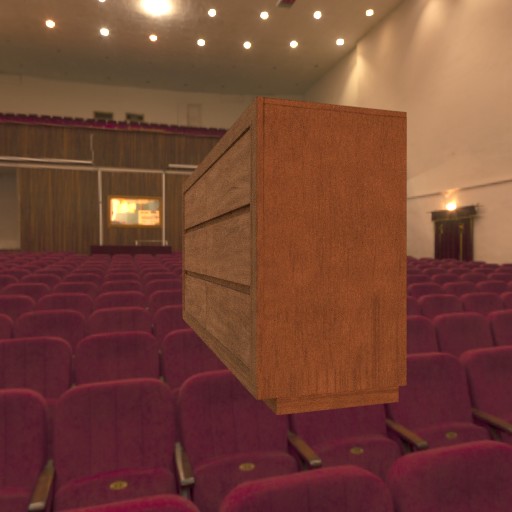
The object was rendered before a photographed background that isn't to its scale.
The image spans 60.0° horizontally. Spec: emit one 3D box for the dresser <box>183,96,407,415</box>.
[{"bbox_3d":[0.000,0.000,2.073,0.483,0.889,1.628,0,0,-17],"label":"dresser"}]
